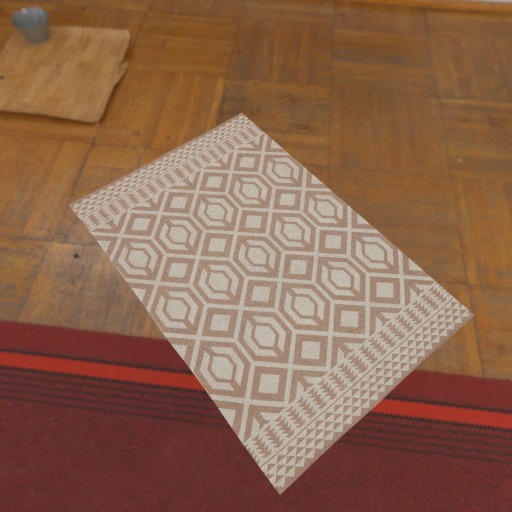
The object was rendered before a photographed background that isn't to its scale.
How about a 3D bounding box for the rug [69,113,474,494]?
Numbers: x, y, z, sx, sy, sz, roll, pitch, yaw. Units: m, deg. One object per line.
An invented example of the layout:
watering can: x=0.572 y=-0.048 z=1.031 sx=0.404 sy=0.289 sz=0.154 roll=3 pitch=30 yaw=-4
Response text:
rug: x=0.000 y=0.000 z=2.301 sx=1.219 sy=0.008 sz=1.829 roll=-34 pitch=64 yaw=-19
